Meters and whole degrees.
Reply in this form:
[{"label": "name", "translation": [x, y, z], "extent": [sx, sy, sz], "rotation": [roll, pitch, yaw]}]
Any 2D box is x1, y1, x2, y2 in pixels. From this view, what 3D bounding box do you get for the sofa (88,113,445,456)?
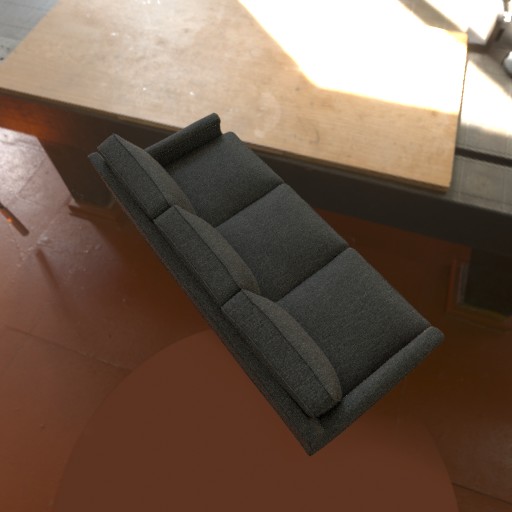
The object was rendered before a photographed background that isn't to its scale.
[{"label": "sofa", "translation": [0.000, 0.000, 2.856], "extent": [1.084, 1.003, 2.246], "rotation": [-34, 65, -18]}]
